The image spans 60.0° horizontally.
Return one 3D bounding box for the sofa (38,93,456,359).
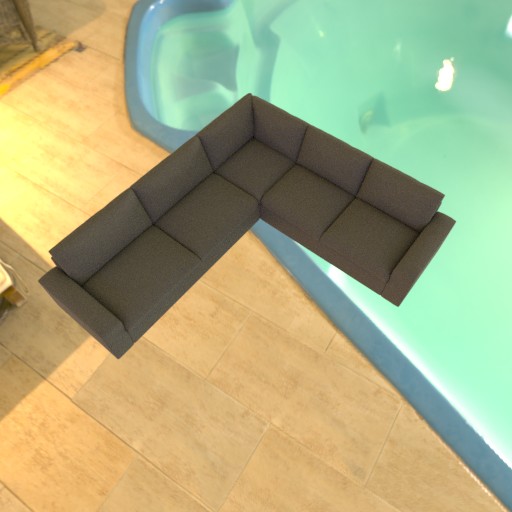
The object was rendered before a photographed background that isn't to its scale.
[{"bbox_3d":[0.000,0.000,4.655,2.895,0.965,3.277,34,64,20],"label":"sofa"}]
